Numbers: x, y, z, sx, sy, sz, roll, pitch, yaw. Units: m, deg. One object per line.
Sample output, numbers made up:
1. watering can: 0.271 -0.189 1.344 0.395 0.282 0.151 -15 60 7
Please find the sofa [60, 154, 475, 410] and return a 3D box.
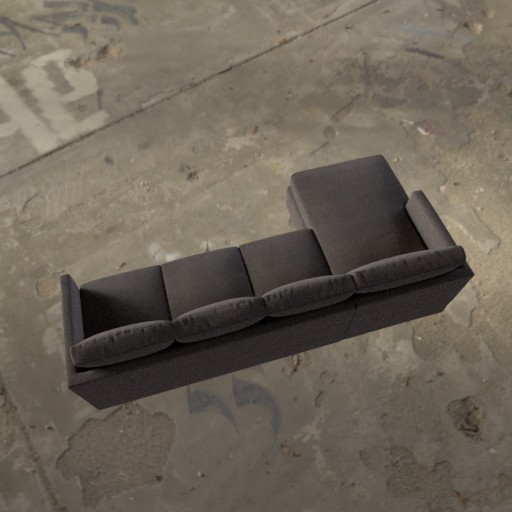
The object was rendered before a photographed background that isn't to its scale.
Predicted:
1. sofa: 0.000 0.000 3.918 3.205 0.922 1.650 -14 60 -8
